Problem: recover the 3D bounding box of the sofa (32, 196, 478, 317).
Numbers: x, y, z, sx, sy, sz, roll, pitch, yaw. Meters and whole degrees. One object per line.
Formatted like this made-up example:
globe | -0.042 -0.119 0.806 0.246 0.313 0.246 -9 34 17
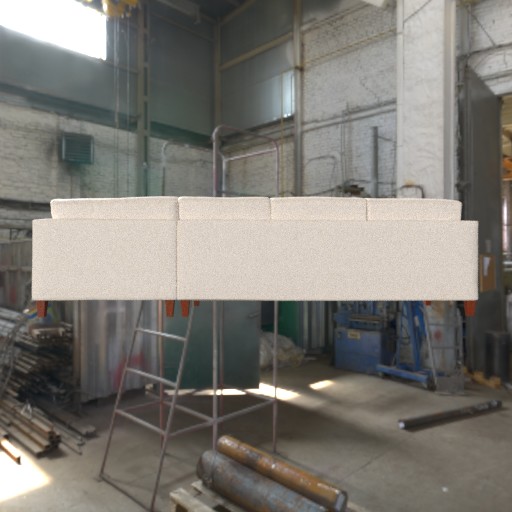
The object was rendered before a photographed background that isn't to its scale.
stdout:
sofa | 0.000 0.000 4.188 3.471 0.954 1.606 0 -1 -1
